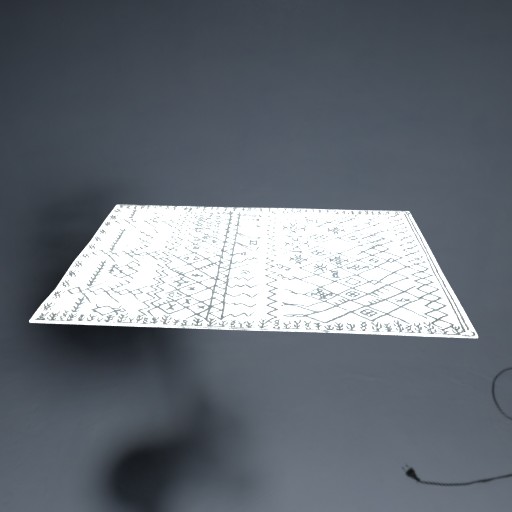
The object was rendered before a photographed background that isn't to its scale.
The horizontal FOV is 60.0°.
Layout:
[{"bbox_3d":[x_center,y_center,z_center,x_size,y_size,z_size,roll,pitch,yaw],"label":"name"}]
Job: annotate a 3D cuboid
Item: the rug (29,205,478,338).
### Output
[{"bbox_3d":[0.000,0.000,3.056,2.444,0.012,1.530,2,32,3],"label":"rug"}]
